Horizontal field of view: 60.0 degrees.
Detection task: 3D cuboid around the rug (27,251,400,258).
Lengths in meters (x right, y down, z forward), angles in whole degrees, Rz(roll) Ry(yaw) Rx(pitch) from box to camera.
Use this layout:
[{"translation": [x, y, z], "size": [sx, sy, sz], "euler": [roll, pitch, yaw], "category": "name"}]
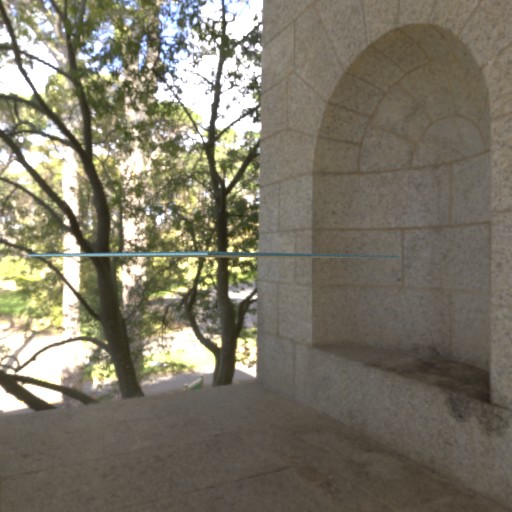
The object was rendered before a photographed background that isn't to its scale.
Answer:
[{"translation": [0.000, 0.000, 1.474], "size": [0.604, 0.007, 1.219], "euler": [0, -1, 34], "category": "rug"}]
